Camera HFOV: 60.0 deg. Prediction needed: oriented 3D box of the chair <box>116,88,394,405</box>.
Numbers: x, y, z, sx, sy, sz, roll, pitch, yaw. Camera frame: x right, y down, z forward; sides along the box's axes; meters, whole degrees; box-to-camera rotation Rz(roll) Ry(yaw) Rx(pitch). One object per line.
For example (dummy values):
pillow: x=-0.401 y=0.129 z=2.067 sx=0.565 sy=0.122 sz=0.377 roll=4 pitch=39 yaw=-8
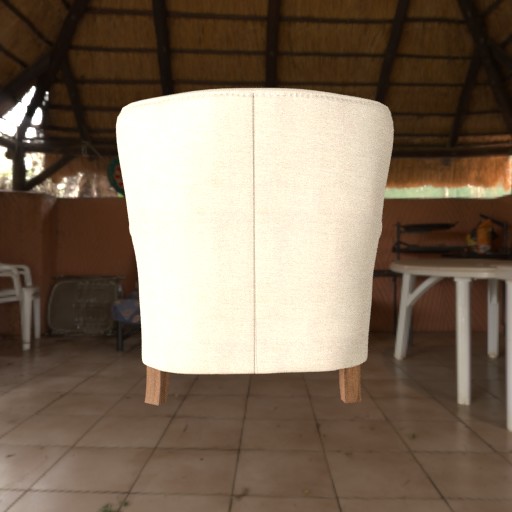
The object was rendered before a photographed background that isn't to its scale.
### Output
chair: x=0.000 y=0.000 z=1.634 sx=0.861 sy=0.936 sz=0.921 roll=0 pitch=0 yaw=1
